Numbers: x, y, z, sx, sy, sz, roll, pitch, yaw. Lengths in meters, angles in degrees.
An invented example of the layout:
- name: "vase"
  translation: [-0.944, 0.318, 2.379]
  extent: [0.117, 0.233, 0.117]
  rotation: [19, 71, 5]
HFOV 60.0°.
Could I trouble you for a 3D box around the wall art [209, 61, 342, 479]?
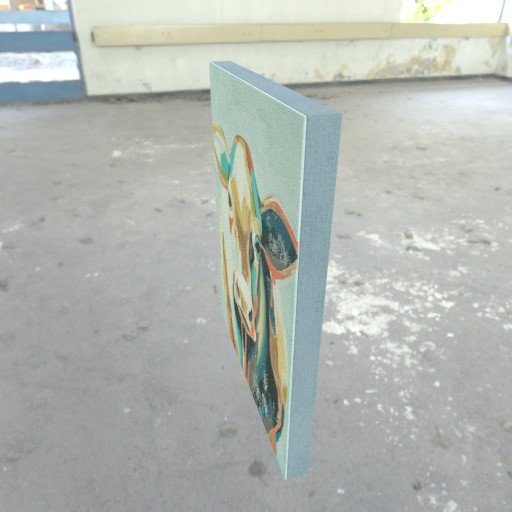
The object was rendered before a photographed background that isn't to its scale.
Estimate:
- name: "wall art"
  translation: [0.000, 0.000, 0.682]
  extent: [0.037, 0.509, 0.409]
  rotation: [-8, 31, -14]
